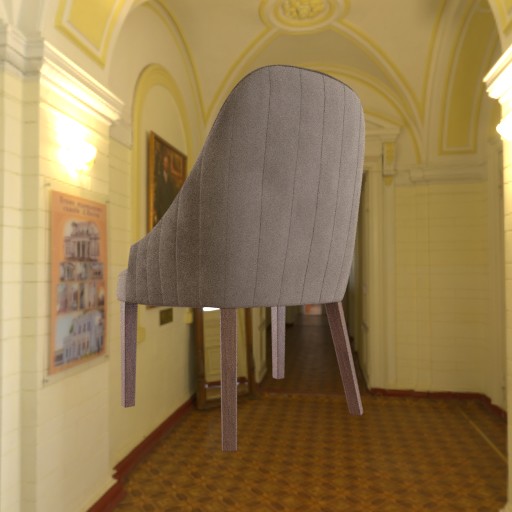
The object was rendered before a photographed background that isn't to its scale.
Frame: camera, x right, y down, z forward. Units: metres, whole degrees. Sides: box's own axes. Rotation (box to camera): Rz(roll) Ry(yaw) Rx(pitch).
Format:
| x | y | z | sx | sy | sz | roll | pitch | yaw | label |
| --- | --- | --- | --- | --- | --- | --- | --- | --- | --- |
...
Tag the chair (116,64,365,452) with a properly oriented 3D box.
| x | y | z | sx | sy | sz | roll | pitch | yaw | label |
| --- | --- | --- | --- | --- | --- | --- | --- | --- | --- |
| 0.000 | 0.000 | 1.293 | 0.643 | 0.889 | 0.575 | 1 | -2 | -36 | chair |
